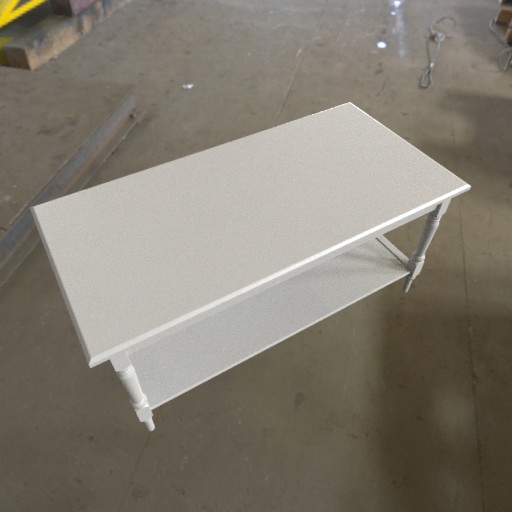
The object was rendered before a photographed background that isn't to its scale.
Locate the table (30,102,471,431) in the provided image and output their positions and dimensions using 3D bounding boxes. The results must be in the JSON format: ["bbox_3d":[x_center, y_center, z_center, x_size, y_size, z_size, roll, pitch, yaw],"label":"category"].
[{"bbox_3d":[0.000,0.000,1.423,1.109,0.506,0.551,-24,52,-20],"label":"table"}]
